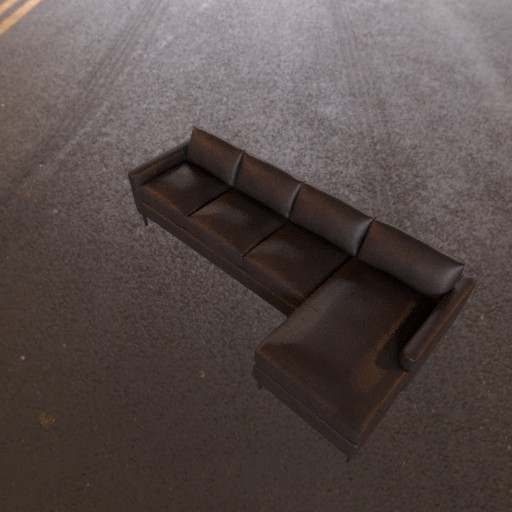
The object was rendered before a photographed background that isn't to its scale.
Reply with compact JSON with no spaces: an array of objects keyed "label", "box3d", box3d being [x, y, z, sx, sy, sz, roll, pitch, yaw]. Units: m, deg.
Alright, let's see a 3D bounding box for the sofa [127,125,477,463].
[{"label":"sofa","box3d":[0.000,0.000,3.657,2.993,0.859,1.471,33,54,28]}]
